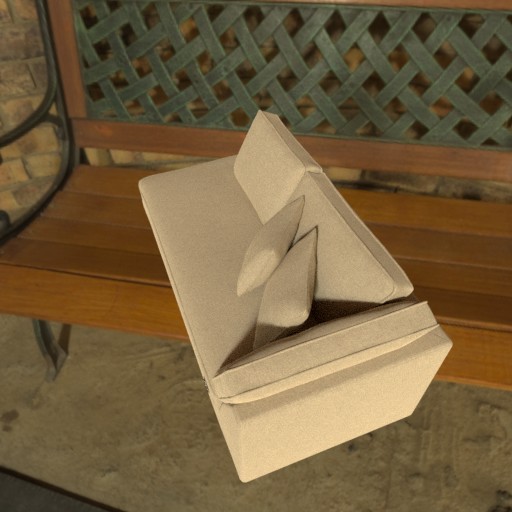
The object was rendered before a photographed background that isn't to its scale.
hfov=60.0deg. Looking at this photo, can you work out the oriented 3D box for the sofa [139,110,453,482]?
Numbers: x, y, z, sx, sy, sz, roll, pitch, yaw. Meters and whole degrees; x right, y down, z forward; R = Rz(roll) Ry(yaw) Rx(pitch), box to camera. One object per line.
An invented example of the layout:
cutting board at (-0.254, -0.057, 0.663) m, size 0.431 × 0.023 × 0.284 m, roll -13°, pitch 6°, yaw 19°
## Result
sofa at (0.000, 0.000, 2.823) m, size 1.110 × 1.033 × 2.237 m, roll -16°, pitch 49°, yaw -15°
